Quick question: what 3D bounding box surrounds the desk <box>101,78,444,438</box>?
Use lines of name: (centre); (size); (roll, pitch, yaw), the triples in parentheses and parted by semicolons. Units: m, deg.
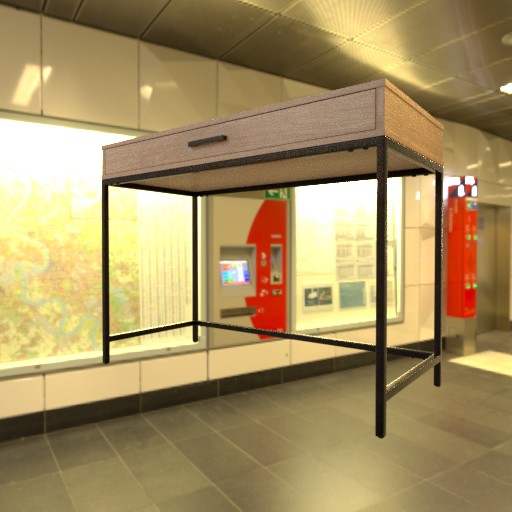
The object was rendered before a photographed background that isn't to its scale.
desk: (0.000, 0.000, 1.417); (1.016, 0.762, 0.470); (1, 1, 37)
